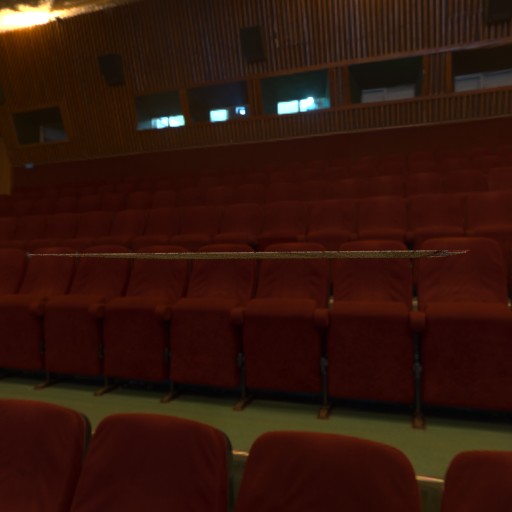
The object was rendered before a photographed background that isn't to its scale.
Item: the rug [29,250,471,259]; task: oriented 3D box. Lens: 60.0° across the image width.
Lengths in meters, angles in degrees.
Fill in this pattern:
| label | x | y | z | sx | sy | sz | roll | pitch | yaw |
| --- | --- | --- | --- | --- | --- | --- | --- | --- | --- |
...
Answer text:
| label | x | y | z | sx | sy | sz | roll | pitch | yaw |
| --- | --- | --- | --- | --- | --- | --- | --- | --- | --- |
| rug | 0.000 | 0.000 | 3.004 | 2.465 | 0.012 | 1.465 | 0 | -1 | 18 |
